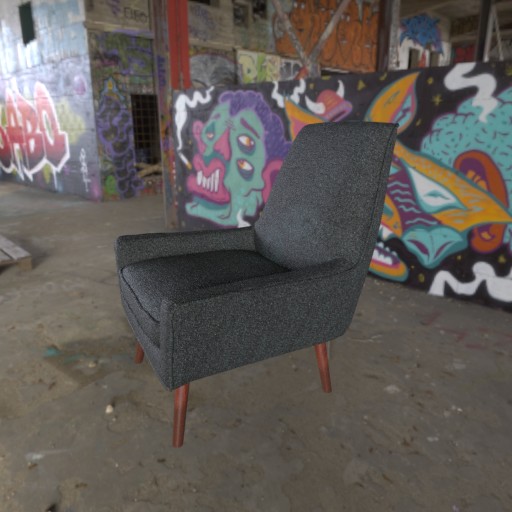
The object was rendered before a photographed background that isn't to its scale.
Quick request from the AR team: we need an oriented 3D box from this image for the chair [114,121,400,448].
[{"bbox_3d":[0.000,0.000,1.514,0.859,0.883,0.763,-8,18,-25],"label":"chair"}]
